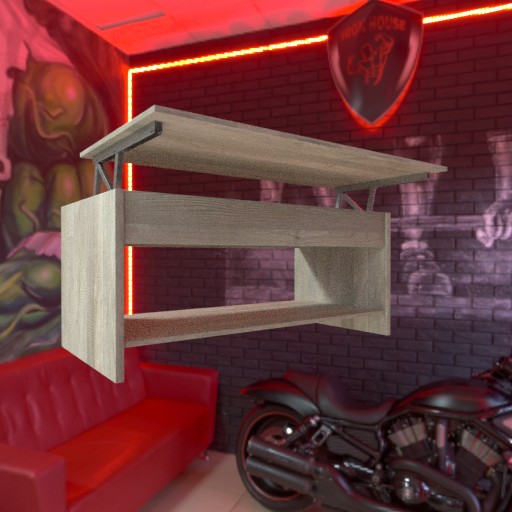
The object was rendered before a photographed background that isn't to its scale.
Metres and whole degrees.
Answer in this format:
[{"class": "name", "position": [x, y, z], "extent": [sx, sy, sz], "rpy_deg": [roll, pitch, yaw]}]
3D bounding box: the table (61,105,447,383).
[{"class": "table", "position": [0.000, 0.000, 1.408], "extent": [1.000, 0.570, 0.712], "rpy_deg": [0, 0, -37]}]
